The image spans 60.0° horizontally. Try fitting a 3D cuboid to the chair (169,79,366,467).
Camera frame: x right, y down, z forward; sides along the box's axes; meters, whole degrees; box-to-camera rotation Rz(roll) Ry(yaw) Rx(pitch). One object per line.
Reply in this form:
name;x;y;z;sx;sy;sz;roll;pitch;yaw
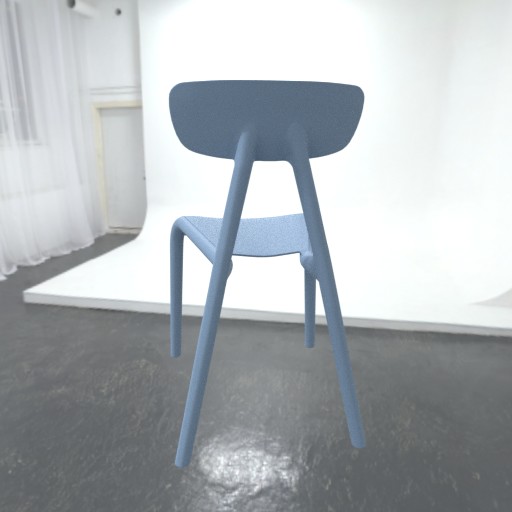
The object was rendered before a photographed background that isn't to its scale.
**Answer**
chair;0.000;0.000;0.839;0.356;0.580;0.401;-2;15;-8
